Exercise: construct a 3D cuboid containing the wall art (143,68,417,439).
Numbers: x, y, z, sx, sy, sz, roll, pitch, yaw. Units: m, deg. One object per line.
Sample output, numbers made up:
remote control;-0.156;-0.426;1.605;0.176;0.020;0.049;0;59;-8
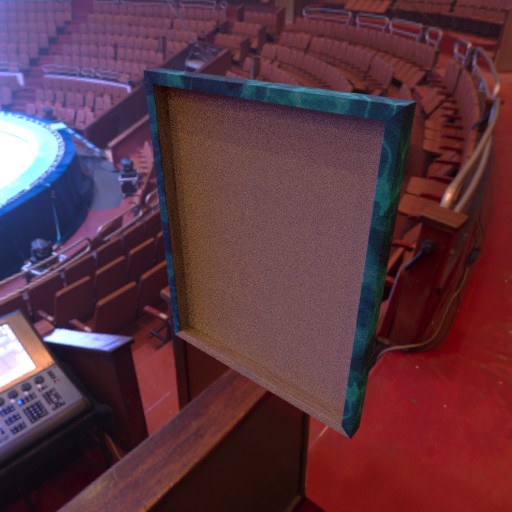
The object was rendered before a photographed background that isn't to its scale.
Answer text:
wall art;0.000;0.000;0.862;0.508;0.635;0.038;22;37;33
